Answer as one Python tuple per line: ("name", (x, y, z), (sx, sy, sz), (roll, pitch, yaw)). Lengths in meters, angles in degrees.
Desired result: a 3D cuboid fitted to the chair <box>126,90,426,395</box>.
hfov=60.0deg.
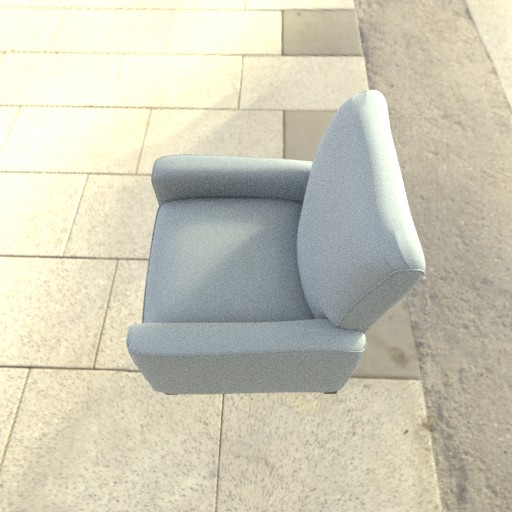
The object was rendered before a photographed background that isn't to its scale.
("chair", (0.000, 0.000, 1.646), (0.846, 1.007, 0.853), (0, 58, 0))
